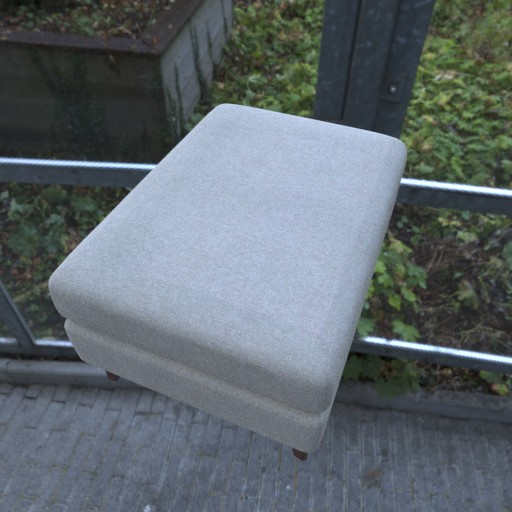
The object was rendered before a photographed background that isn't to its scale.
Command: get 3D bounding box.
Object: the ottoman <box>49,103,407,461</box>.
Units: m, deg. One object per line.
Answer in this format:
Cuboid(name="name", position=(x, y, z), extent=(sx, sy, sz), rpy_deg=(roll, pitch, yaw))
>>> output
Cuboid(name="ottoman", position=(0.000, 0.000, 1.196), extent=(0.610, 0.478, 0.823), rpy_deg=(17, 48, 15))
